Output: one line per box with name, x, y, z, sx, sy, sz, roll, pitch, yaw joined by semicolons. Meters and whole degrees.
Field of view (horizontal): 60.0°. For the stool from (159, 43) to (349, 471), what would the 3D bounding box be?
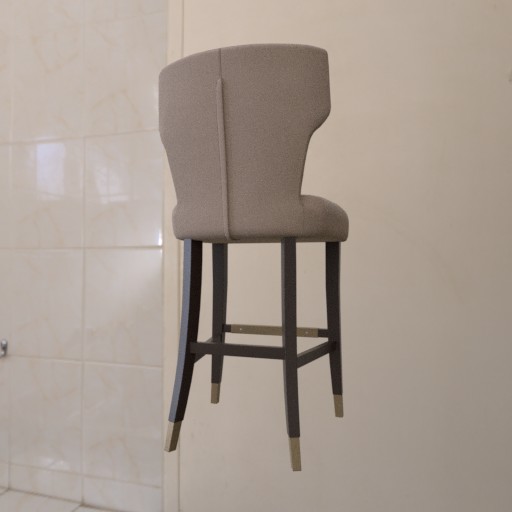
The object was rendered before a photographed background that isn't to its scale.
stool;0.000;0.000;1.394;0.526;1.092;0.563;0;-1;18
